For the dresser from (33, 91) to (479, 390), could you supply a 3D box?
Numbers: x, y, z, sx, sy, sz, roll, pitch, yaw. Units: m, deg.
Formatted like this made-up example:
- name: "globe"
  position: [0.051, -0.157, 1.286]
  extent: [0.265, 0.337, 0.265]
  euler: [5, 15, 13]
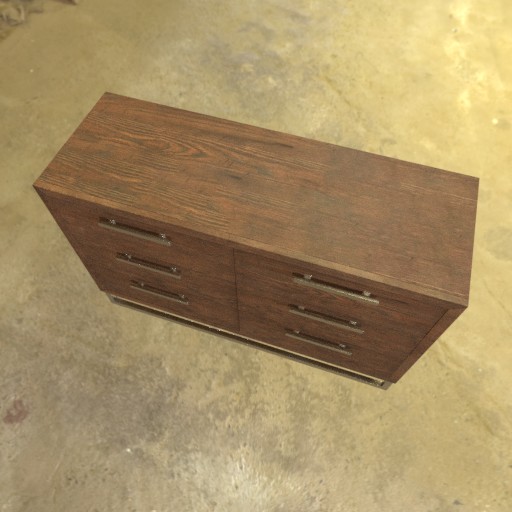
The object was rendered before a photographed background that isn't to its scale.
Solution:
- name: "dresser"
  position: [0.000, 0.000, 2.174]
  extent: [1.646, 1.061, 0.623]
  euler: [16, 59, 10]
